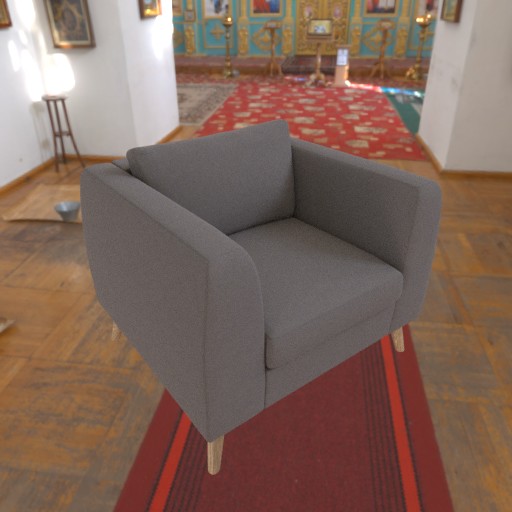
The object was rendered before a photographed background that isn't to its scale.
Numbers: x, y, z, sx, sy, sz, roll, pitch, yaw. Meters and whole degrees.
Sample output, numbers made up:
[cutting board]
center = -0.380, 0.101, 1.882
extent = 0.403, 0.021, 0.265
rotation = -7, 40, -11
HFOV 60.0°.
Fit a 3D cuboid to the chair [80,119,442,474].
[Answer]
[chair]
center = 0.000, 0.000, 1.689
extent = 1.000, 0.860, 0.930
rotation = -20, 35, -32
